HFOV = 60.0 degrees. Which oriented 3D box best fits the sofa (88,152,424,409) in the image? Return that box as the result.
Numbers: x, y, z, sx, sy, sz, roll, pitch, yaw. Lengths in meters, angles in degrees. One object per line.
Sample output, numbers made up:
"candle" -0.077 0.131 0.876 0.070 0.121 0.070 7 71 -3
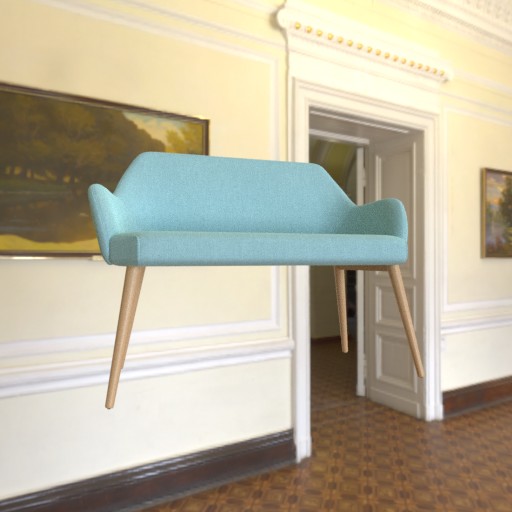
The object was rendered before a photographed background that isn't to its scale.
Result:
"sofa" 0.000 0.000 1.628 1.150 0.840 0.610 0 0 -18
